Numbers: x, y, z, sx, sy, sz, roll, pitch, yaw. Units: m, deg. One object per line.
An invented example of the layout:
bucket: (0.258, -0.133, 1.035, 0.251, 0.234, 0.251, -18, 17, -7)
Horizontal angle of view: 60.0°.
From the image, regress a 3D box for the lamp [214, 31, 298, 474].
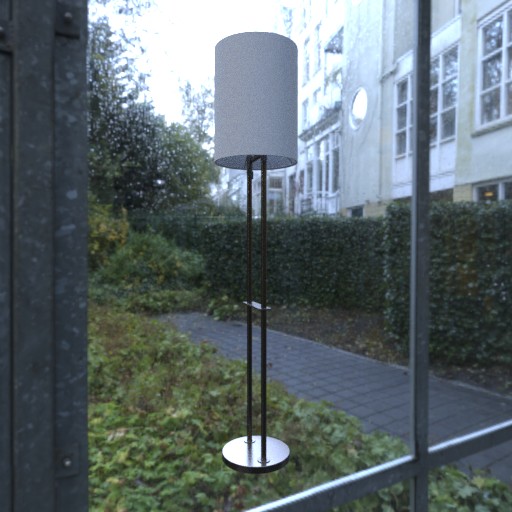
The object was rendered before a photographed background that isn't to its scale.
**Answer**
lamp: (0.000, 0.000, 1.637, 0.305, 1.500, 0.306, 0, 1, -18)
